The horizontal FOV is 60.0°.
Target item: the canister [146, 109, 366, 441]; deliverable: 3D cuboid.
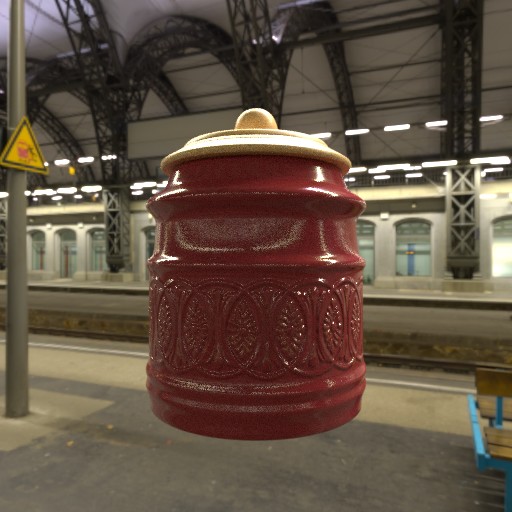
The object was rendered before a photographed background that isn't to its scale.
[{"bbox_3d":[0.000,0.000,0.268,0.130,0.176,0.130,0,0,0],"label":"canister"}]
